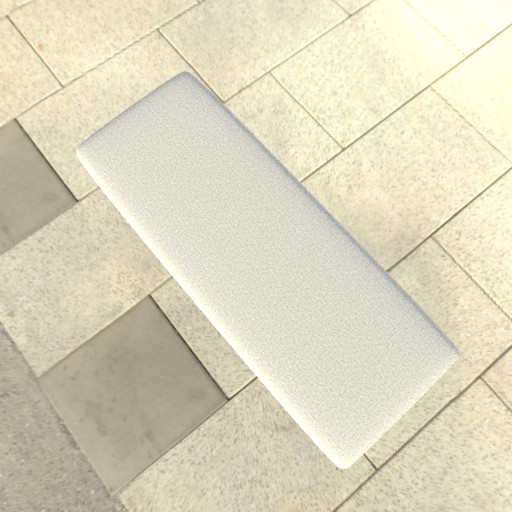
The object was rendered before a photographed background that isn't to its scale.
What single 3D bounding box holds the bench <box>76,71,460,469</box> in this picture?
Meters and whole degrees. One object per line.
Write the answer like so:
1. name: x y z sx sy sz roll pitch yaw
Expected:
1. bench: 0.000 0.000 1.847 0.631 0.383 1.598 -40 78 -10
